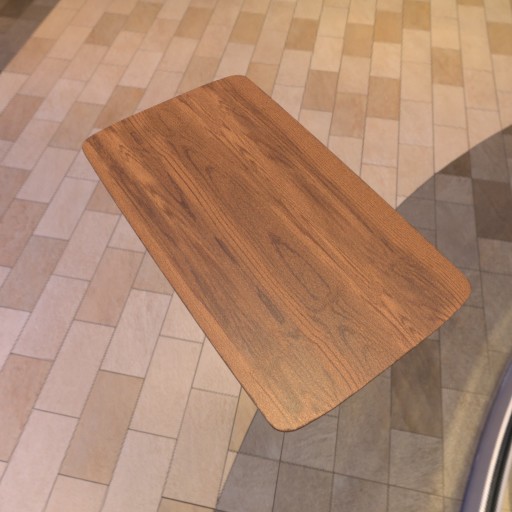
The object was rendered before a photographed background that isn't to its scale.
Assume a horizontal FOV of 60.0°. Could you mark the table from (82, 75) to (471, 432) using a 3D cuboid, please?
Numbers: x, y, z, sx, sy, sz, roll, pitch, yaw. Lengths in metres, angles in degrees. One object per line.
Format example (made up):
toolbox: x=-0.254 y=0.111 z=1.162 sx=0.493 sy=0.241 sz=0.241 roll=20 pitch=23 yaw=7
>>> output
table: x=0.000 y=0.000 z=2.194 sx=0.949 sy=0.765 sz=1.643 roll=-31 pitch=63 yaw=-18
